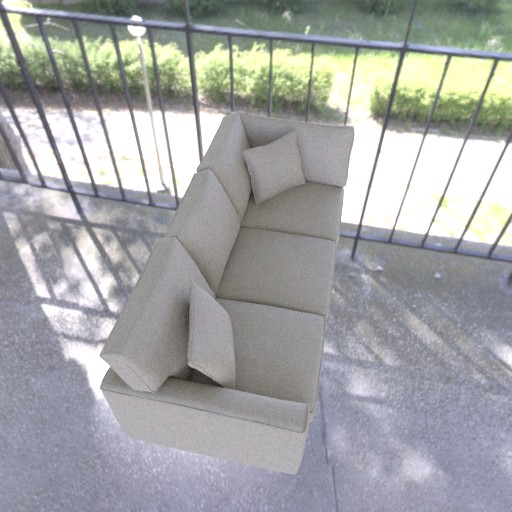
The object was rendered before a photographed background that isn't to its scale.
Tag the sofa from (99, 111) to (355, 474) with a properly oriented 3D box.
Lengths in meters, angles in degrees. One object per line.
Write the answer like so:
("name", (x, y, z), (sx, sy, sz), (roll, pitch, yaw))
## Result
("sofa", (0.000, 0.000, 2.919), (1.061, 0.962, 2.317), (9, 47, 8))
